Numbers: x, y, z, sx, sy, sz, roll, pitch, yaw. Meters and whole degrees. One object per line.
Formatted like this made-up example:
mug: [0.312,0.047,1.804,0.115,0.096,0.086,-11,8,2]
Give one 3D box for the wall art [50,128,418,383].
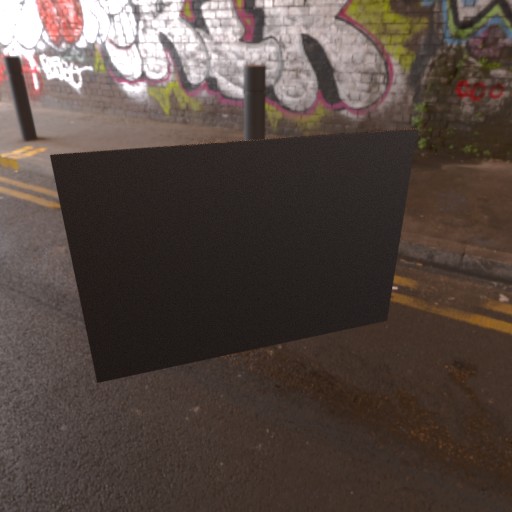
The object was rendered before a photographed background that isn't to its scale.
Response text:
wall art: [0.000,0.000,1.566,1.192,0.811,0.013,-9,28,-17]
